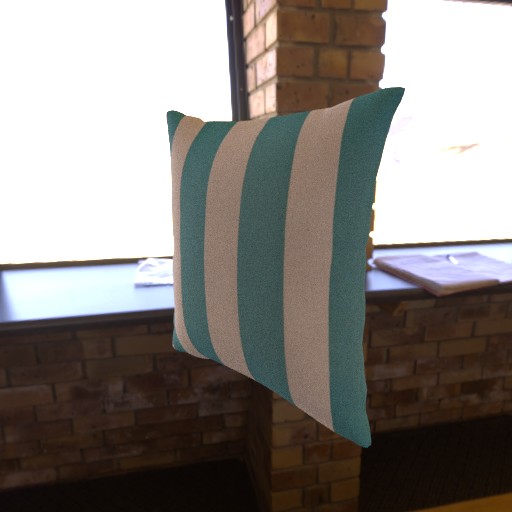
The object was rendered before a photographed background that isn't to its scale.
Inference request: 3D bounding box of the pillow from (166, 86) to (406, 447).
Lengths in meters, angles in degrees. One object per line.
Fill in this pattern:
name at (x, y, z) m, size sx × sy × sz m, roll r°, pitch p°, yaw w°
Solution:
pillow at (0.000, 0.000, 0.793) m, size 0.189 × 0.526 × 0.536 m, roll -13°, pitch 19°, yaw -43°
